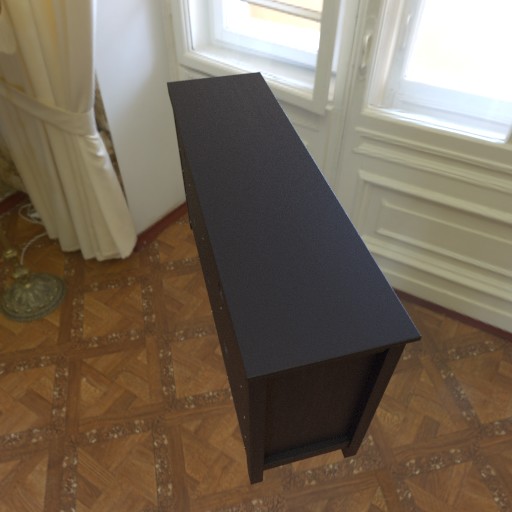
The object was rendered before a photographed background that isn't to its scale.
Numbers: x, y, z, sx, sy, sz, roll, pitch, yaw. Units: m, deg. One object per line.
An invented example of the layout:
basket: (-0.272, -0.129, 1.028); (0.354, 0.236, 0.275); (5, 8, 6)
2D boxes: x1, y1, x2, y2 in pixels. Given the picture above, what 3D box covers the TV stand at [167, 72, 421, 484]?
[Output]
TV stand: (0.000, 0.000, 1.460); (0.347, 0.681, 1.198); (-11, 47, -10)
